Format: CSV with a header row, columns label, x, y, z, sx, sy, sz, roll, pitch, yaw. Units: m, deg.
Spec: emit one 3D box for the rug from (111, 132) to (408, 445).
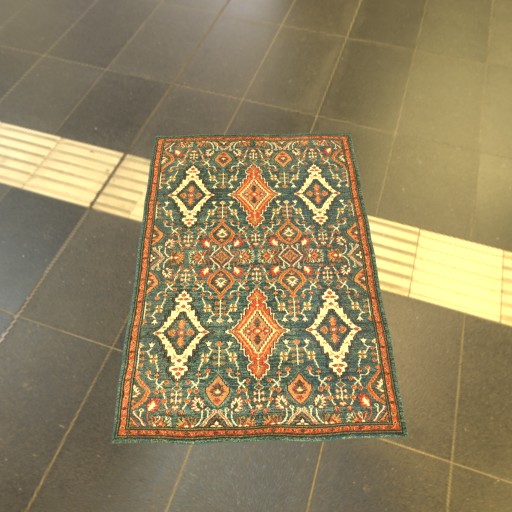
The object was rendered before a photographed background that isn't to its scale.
label,x,y,z,sx,sy,sz,roll,pitch,yaw
rug,0.000,0.000,3.011,1.622,0.009,2.373,-1,58,-1
